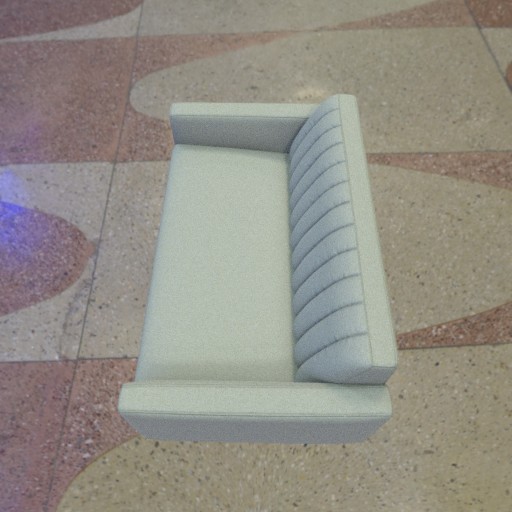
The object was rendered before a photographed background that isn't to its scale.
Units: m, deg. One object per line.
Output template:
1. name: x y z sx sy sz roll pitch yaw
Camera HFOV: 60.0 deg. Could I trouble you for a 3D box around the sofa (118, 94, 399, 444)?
1. sofa: 0.000 0.000 2.090 0.950 0.801 1.585 1 58 0
